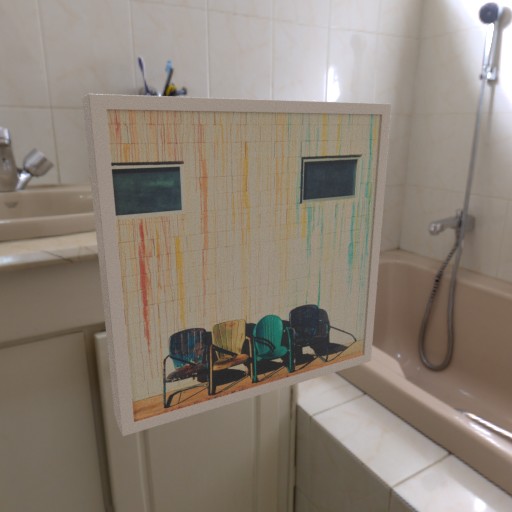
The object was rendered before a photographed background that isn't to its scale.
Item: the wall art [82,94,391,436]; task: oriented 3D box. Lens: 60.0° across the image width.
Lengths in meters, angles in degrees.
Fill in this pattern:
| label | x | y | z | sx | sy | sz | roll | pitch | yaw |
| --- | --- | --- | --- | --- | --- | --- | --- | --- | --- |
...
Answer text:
| label | x | y | z | sx | sy | sz | roll | pitch | yaw |
| --- | --- | --- | --- | --- | --- | --- | --- | --- | --- |
| wall art | 0.000 | 0.000 | 0.460 | 0.305 | 0.305 | 0.038 | -8 | 18 | -26 |
